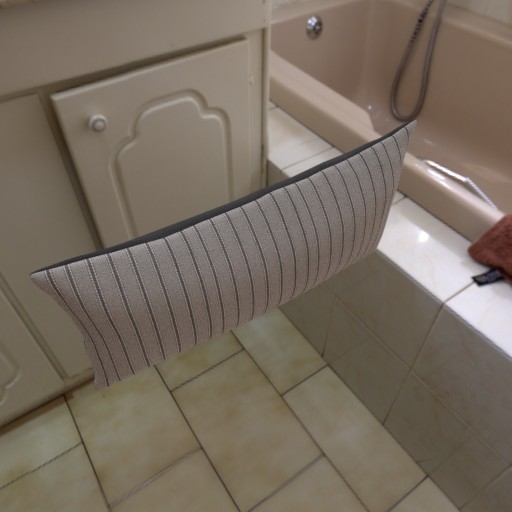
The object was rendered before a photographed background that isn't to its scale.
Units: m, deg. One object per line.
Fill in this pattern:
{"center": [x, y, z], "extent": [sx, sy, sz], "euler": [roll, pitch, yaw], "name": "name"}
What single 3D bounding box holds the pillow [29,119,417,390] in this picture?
{"center": [0.000, 0.000, 0.716], "extent": [0.609, 0.305, 0.151], "euler": [-24, 51, -21], "name": "pillow"}
